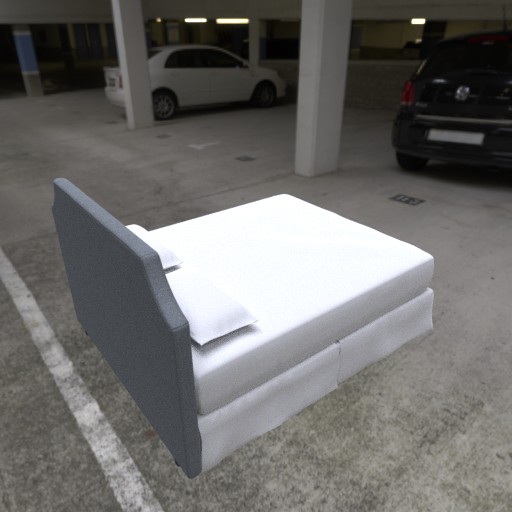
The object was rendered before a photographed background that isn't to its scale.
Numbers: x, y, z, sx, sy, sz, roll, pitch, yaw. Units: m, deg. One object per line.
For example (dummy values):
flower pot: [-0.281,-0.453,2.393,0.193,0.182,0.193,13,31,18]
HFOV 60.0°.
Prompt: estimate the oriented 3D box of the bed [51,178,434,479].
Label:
bed: [0.000,0.000,3.270,2.259,1.296,1.811,-20,34,-33]
